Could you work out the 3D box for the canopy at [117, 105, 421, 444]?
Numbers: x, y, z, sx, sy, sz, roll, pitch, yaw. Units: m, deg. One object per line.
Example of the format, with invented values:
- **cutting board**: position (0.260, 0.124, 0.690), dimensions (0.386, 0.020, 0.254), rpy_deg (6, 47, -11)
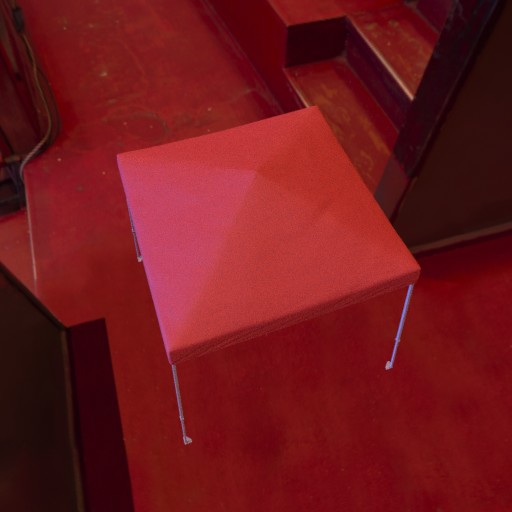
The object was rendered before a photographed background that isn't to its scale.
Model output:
- **canopy**: position (0.000, 0.000, 6.508), dimensions (3.600, 3.600, 3.599), rpy_deg (-17, 60, -10)
